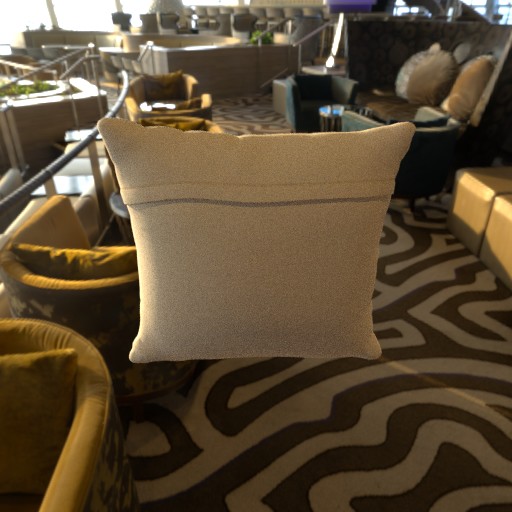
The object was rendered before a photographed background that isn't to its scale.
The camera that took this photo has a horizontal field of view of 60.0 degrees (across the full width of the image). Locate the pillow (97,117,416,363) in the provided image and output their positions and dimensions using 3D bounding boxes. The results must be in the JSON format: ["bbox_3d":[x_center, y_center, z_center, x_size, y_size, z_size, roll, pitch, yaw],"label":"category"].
[{"bbox_3d":[0.000,0.000,0.826,0.536,0.506,0.229,-1,29,-1],"label":"pillow"}]
